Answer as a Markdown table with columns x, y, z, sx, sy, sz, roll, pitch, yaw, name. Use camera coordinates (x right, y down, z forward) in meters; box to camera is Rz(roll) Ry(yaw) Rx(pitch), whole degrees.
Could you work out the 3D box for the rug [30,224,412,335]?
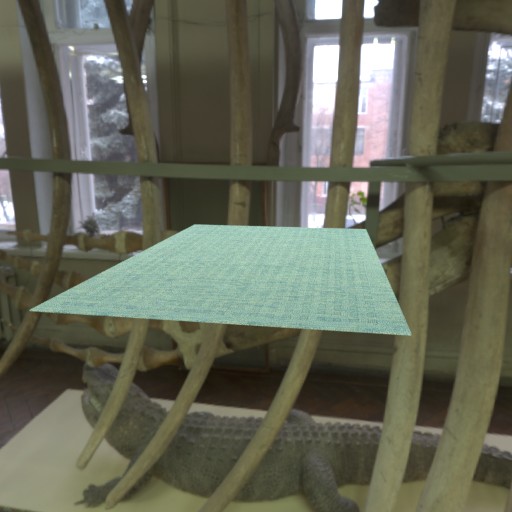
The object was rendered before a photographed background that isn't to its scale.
| x | y | z | sx | sy | sz | roll | pitch | yaw | name |
| --- | --- | --- | --- | --- | --- | --- | --- | --- | --- |
| 0.000 | 0.000 | 2.815 | 1.522 | 0.006 | 2.286 | 2 | 13 | 9 | rug |
